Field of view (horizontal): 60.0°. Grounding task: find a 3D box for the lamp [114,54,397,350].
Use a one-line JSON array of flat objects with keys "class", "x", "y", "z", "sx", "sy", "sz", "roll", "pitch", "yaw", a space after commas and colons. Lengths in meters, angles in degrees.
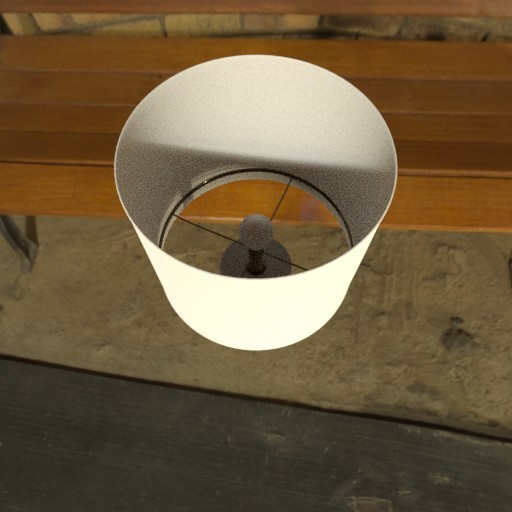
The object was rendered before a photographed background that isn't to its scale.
[{"class": "lamp", "x": 0.000, "y": 0.000, "z": 0.530, "sx": 0.229, "sy": 0.380, "sz": 0.229, "roll": 0, "pitch": 63, "yaw": 0}]
